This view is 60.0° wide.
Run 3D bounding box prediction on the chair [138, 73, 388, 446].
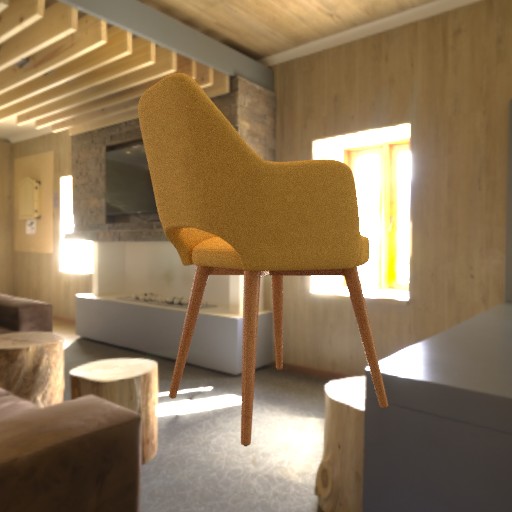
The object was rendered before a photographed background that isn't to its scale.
[{"bbox_3d":[0.000,0.000,1.241,0.610,0.840,0.590,-1,2,-36],"label":"chair"}]
